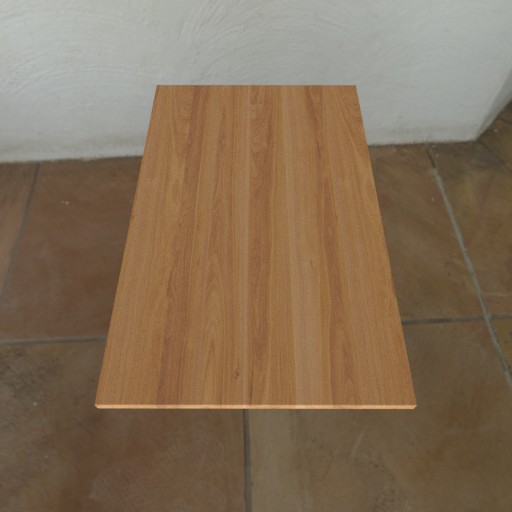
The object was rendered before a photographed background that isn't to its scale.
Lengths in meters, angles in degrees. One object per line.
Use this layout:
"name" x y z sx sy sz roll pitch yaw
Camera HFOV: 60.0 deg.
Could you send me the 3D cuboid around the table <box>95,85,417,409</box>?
"table" 0.000 0.000 1.473 0.700 0.510 1.100 0 57 0
